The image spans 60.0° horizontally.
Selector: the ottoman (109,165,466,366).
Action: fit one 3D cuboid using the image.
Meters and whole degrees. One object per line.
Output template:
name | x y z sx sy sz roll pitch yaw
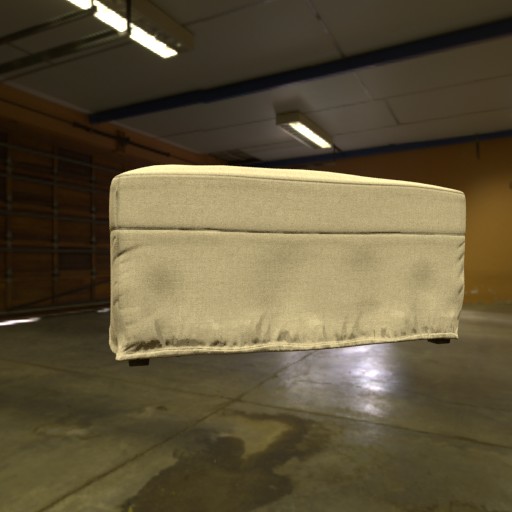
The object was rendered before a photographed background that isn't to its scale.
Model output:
ottoman | 0.000 0.000 1.341 0.843 0.436 0.840 0 0 -18
